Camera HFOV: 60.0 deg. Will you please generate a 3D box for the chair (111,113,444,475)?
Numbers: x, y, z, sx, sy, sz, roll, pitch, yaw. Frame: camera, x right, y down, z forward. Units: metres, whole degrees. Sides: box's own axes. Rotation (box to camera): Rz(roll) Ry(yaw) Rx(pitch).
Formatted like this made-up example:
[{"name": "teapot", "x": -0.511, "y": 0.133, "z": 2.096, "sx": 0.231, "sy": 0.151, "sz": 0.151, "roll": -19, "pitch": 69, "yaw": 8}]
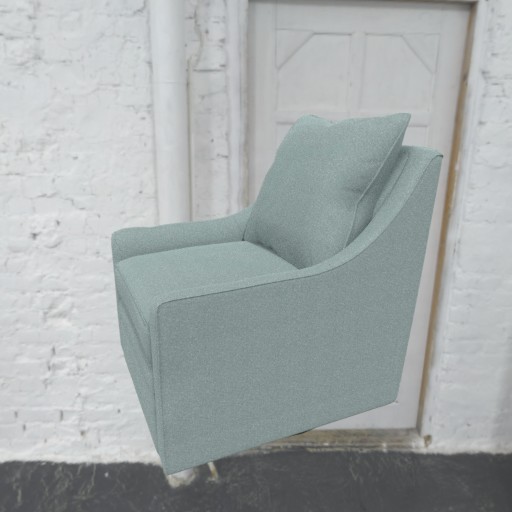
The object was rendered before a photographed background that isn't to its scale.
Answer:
[{"name": "chair", "x": 0.000, "y": 0.000, "z": 1.507, "sx": 0.870, "sy": 0.926, "sz": 0.760, "roll": -8, "pitch": 19, "yaw": -23}]
